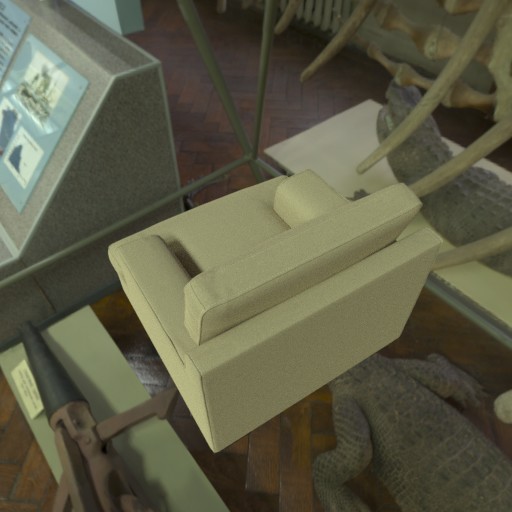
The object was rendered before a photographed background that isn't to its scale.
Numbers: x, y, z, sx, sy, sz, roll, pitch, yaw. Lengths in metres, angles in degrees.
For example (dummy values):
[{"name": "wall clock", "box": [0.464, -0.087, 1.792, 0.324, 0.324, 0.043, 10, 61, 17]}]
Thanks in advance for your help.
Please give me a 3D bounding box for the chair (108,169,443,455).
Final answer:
[{"name": "chair", "box": [0.000, 0.000, 2.171, 1.293, 1.005, 1.274, -32, 55, -26]}]
